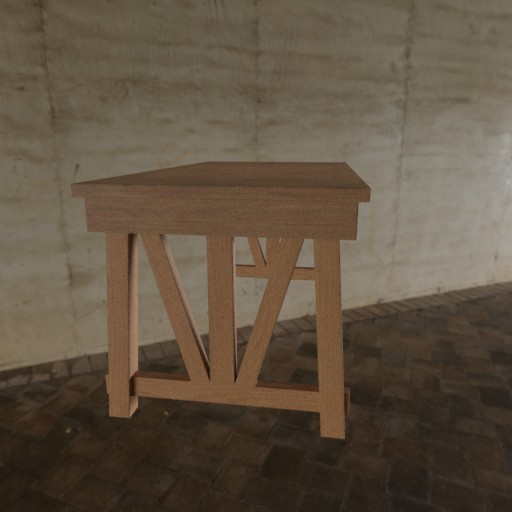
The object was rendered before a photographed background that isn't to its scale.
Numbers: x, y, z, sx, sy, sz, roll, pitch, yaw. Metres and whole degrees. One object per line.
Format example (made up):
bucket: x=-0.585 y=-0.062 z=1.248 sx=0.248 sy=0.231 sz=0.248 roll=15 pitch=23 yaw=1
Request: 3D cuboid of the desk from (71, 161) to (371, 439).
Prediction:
desk: x=0.000 y=0.000 z=1.983 sx=0.813 sy=0.762 sz=1.499 roll=2 pitch=15 yaw=8
